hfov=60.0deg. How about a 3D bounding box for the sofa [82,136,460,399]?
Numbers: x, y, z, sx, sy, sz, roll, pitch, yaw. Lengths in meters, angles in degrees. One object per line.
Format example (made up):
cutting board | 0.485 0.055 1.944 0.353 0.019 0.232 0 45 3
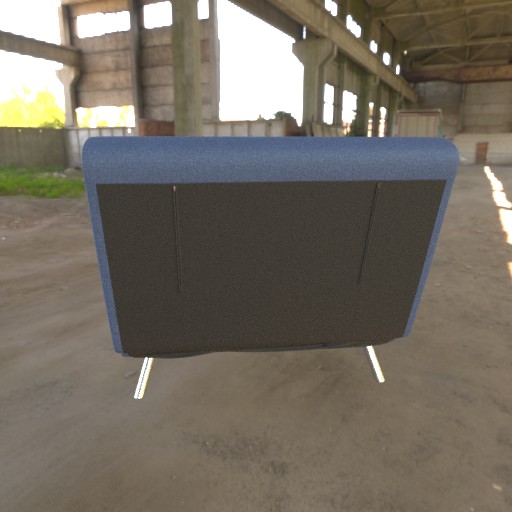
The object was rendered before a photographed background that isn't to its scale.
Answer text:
sofa | 0.000 0.000 1.678 0.999 0.860 0.996 -2 14 -7
